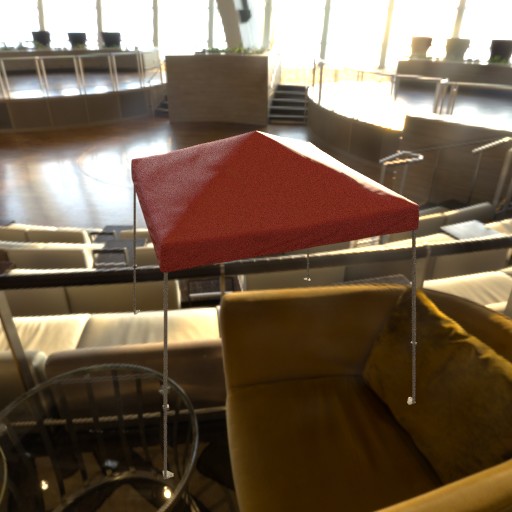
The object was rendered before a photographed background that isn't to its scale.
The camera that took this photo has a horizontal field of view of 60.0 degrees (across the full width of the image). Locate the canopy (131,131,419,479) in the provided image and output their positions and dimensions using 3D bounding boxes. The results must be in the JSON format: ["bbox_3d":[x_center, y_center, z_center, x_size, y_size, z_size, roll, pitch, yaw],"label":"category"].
[{"bbox_3d":[0.000,0.000,6.456,3.599,3.600,3.600,-10,30,-17],"label":"canopy"}]
